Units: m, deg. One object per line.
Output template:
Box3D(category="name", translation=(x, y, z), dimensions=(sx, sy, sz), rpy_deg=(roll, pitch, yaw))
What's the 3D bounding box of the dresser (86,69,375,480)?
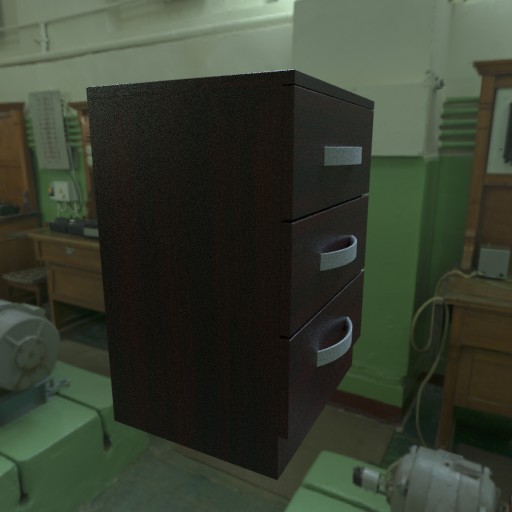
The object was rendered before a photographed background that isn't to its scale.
Box3D(category="dresser", translation=(0.000, 0.000, 0.814), dimensions=(0.360, 0.560, 0.400), rpy_deg=(7, 15, 26))
